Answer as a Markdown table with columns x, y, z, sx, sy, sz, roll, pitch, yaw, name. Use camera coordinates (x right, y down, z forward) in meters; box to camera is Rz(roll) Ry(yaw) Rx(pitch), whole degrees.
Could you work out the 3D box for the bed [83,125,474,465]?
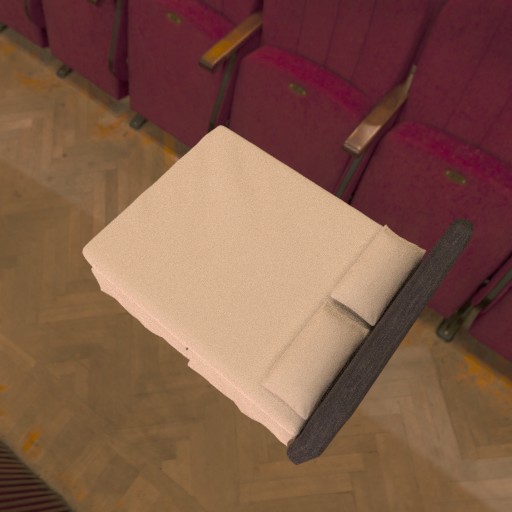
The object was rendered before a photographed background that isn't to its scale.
| x | y | z | sx | sy | sz | roll | pitch | yaw | name |
| --- | --- | --- | --- | --- | --- | --- | --- | --- | --- |
| 0.000 | 0.000 | 3.103 | 2.116 | 1.290 | 1.693 | 36 | 69 | 16 | bed |
